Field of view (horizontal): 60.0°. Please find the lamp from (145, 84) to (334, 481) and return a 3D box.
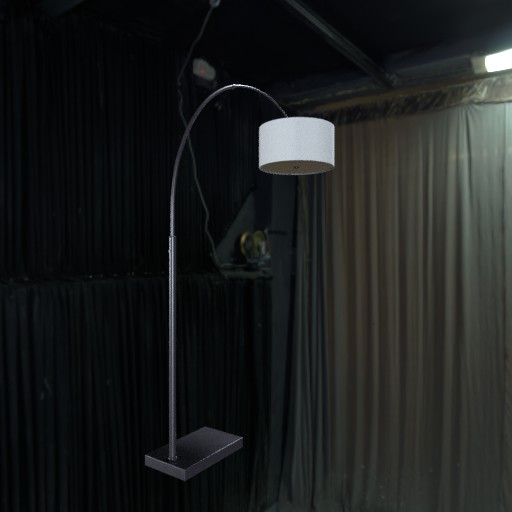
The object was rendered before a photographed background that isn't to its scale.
[{"bbox_3d":[0.000,0.000,2.552,0.493,1.927,1.424,0,0,35],"label":"lamp"}]
